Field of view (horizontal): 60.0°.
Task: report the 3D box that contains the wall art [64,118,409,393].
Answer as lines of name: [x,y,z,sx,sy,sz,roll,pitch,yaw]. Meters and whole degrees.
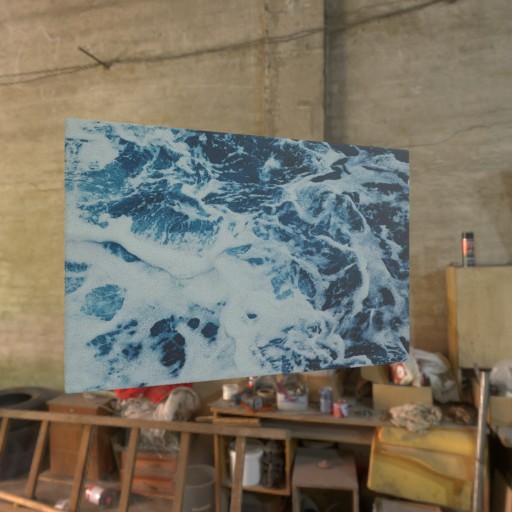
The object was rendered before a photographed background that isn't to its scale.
wall art: [0.000,0.000,0.770,0.609,0.407,0.043,0,0,-19]
